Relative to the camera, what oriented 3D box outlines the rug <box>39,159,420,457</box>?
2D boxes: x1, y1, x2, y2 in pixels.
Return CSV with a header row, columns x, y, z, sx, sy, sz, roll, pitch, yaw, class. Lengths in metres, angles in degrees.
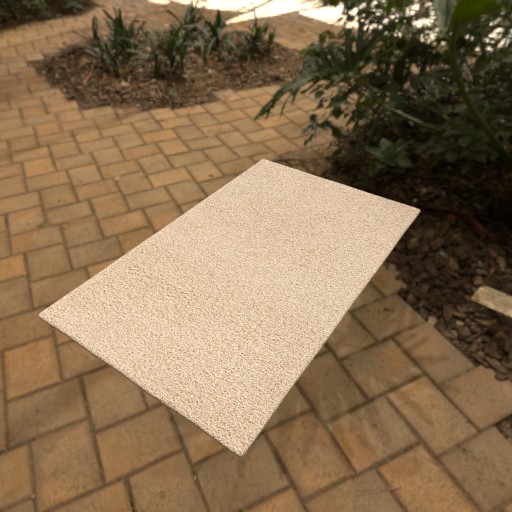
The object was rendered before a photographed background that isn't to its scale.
x,y,z,sx,sy,sz,roll,pitch,yaw,class
0.000,0.000,3.113,1.524,0.030,2.438,24,45,26,rug
